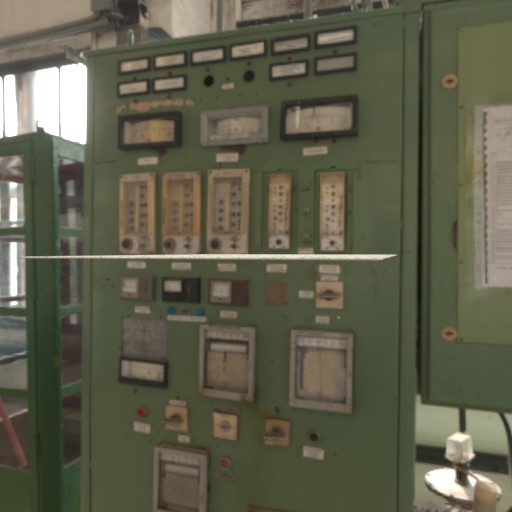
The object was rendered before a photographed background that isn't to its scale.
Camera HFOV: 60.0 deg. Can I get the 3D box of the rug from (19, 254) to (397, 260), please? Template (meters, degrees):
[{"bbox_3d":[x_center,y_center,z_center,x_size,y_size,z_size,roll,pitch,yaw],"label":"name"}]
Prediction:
[{"bbox_3d":[0.000,0.000,4.017,2.363,0.012,2.980,0,1,19],"label":"rug"}]
